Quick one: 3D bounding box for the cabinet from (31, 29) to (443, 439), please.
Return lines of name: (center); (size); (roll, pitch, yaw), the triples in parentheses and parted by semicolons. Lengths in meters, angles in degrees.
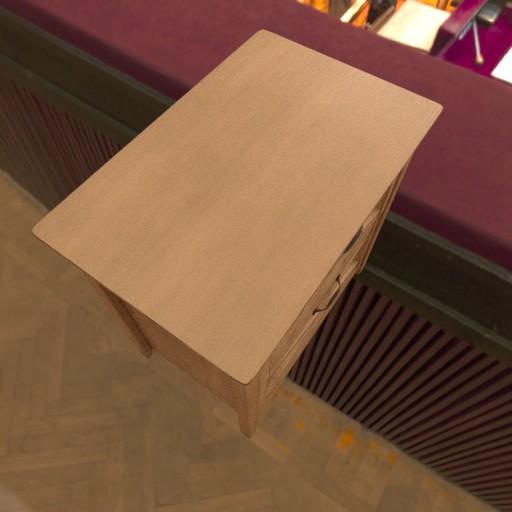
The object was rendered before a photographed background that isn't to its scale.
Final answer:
cabinet: (0.000, 0.000, 1.238); (0.503, 0.762, 0.763); (31, 65, 17)
